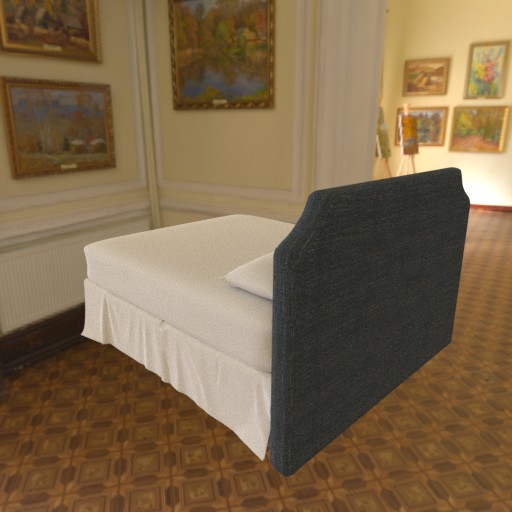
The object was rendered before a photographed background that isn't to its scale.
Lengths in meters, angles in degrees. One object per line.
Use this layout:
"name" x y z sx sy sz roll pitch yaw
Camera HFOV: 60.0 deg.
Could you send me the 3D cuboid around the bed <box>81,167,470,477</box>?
"bed" 0.000 0.000 3.155 2.208 1.297 1.828 16 23 42
